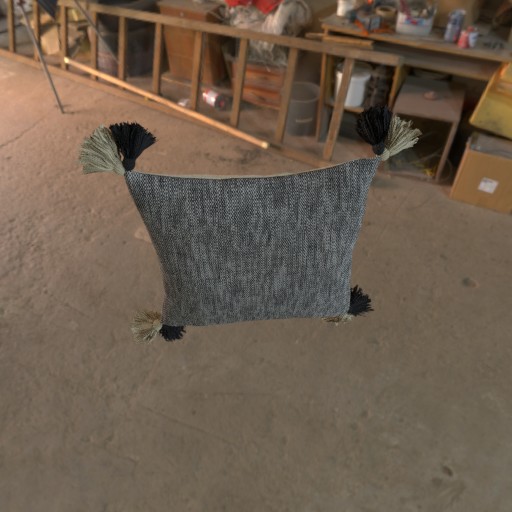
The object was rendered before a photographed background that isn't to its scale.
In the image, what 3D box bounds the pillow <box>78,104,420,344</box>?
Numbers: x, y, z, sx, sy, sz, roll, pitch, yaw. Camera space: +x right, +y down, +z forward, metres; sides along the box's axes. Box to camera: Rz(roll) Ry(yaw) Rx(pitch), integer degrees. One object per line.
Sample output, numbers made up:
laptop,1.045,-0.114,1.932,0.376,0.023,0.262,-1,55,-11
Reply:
pillow,0.000,0.000,0.981,0.654,0.659,0.170,-4,47,-4
